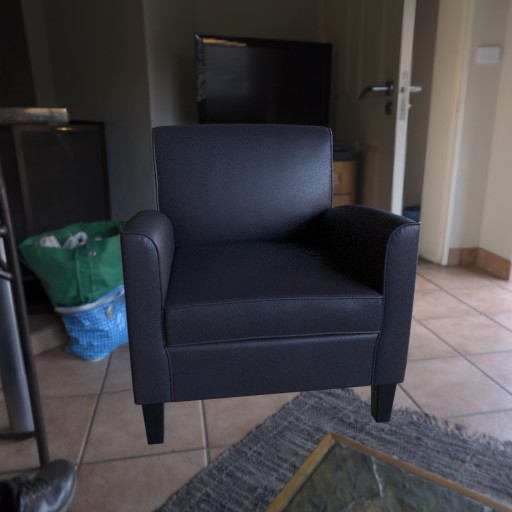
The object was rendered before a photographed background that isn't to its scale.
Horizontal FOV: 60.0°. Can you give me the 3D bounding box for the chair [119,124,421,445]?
[{"bbox_3d":[0.000,0.000,1.583,0.820,0.916,0.819,-2,16,-8],"label":"chair"}]
